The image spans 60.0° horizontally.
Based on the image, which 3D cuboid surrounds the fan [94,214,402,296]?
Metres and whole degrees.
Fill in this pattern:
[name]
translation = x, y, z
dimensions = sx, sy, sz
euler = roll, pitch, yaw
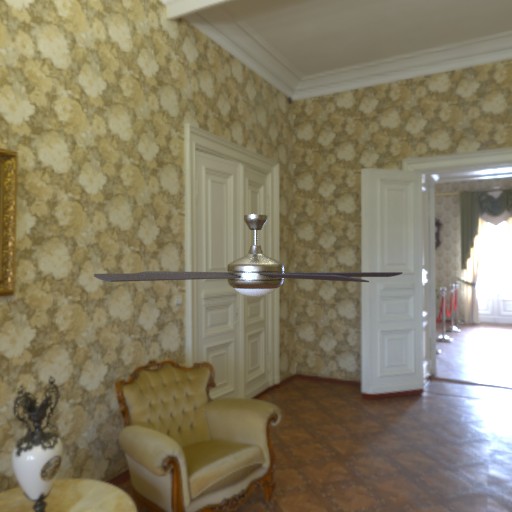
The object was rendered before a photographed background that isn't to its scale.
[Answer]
[fan]
translation = 0.000, 0.000, 1.952
dimensions = 1.321, 0.356, 1.321
euler = 0, -1, -17
